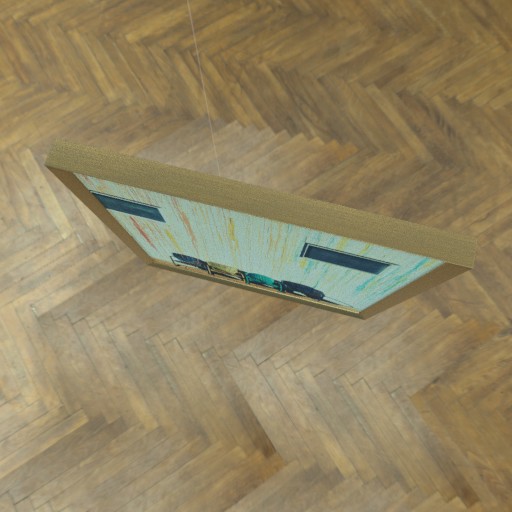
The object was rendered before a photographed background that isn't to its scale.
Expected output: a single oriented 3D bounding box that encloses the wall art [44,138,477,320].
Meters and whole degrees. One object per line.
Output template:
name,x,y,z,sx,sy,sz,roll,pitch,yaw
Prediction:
wall art,0.000,0.000,0.754,0.505,0.505,0.037,14,76,4
